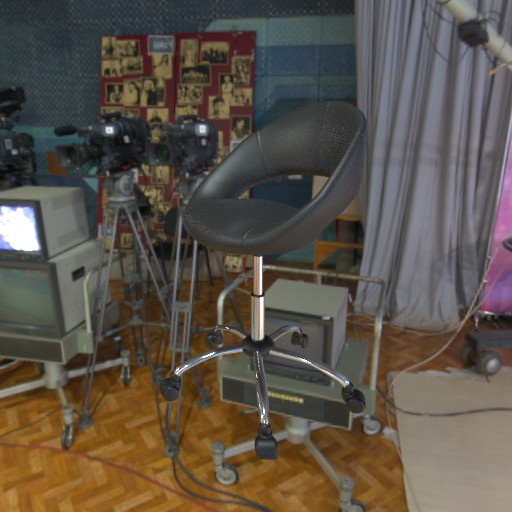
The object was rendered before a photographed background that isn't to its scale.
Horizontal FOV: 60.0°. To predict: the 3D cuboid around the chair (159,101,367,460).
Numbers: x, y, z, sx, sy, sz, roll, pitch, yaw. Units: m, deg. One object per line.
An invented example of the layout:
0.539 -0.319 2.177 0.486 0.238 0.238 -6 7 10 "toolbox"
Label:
0.000 0.000 1.187 0.538 0.791 0.612 -9 19 -26 "chair"
